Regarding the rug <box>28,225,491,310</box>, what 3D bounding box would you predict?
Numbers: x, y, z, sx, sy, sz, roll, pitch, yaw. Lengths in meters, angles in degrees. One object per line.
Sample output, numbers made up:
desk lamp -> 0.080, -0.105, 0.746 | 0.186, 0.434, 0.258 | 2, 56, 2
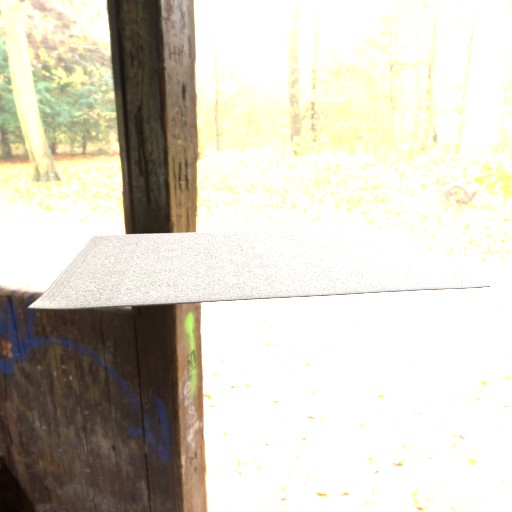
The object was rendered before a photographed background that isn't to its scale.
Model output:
rug -> 0.000, 0.000, 2.403 | 1.947, 0.023, 1.214 | -2, 17, -8
